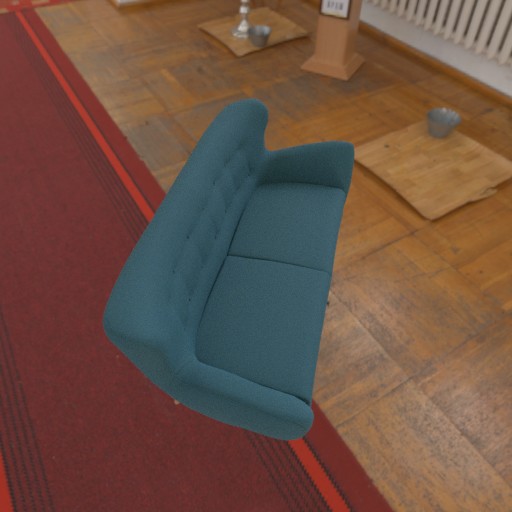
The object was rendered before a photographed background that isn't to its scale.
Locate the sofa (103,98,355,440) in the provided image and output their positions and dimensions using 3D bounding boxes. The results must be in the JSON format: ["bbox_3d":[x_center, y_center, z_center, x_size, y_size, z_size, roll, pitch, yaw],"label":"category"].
[{"bbox_3d":[0.000,0.000,2.431,0.889,0.890,1.930,10,48,9],"label":"sofa"}]
